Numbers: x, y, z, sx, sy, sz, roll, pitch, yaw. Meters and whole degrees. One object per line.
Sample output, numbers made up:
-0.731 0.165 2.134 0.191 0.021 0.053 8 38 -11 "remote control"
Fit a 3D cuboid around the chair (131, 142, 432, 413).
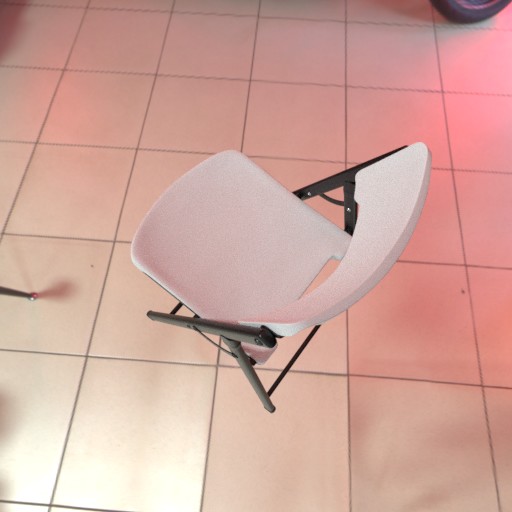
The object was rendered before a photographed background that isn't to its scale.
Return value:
0.000 0.000 1.104 0.577 0.765 0.482 34 69 15 "chair"
